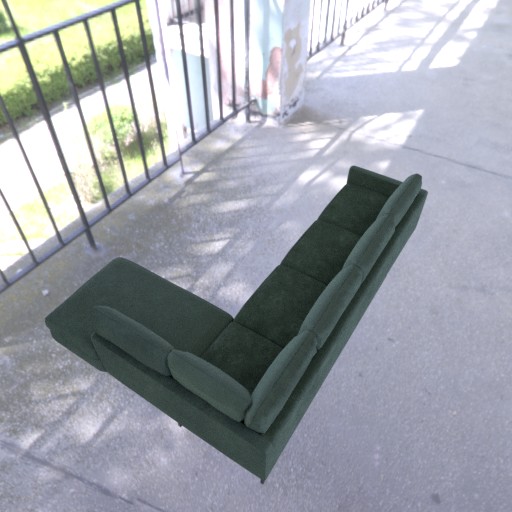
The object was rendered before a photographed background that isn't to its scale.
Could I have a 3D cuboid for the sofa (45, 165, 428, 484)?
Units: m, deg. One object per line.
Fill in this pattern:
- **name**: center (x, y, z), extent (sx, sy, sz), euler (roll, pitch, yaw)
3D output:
- **sofa**: center (0.000, 0.000, 3.264), extent (1.707, 0.687, 2.486), euler (25, 51, 22)
